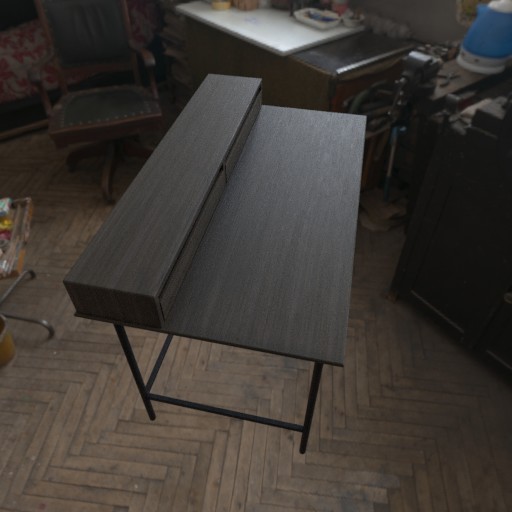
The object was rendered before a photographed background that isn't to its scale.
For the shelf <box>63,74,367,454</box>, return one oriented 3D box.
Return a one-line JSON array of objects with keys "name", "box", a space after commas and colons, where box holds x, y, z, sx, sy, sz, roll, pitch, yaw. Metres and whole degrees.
[{"name": "shelf", "box": [0.000, 0.000, 1.716, 0.685, 0.865, 1.212, 9, 46, 9]}]
